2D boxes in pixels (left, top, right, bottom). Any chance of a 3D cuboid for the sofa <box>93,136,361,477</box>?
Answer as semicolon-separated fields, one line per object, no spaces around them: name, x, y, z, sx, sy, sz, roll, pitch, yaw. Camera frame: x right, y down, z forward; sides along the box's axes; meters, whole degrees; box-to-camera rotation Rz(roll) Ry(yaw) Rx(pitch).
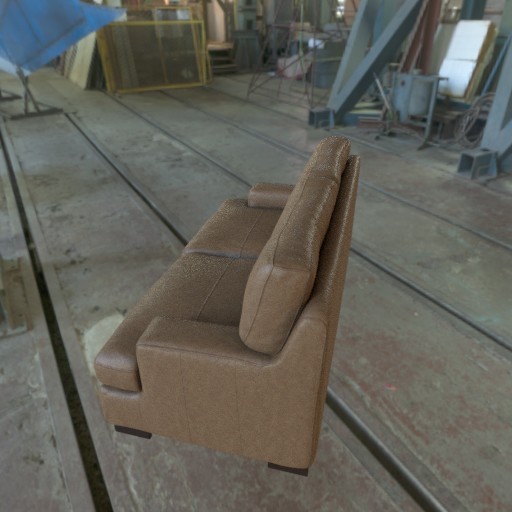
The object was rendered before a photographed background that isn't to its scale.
sofa;0.000;0.000;2.429;0.962;0.980;1.855;7;31;13
